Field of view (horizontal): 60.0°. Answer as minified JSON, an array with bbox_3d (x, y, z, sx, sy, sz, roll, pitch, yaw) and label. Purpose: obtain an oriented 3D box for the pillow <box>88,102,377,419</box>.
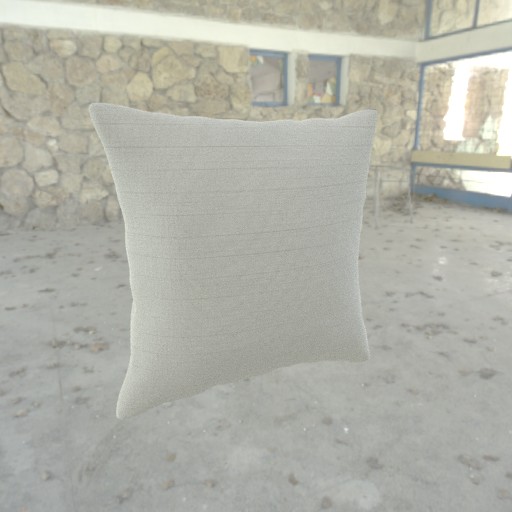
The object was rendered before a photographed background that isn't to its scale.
[{"bbox_3d":[0.000,0.000,0.715,0.470,0.464,0.175,-7,16,-24],"label":"pillow"}]
